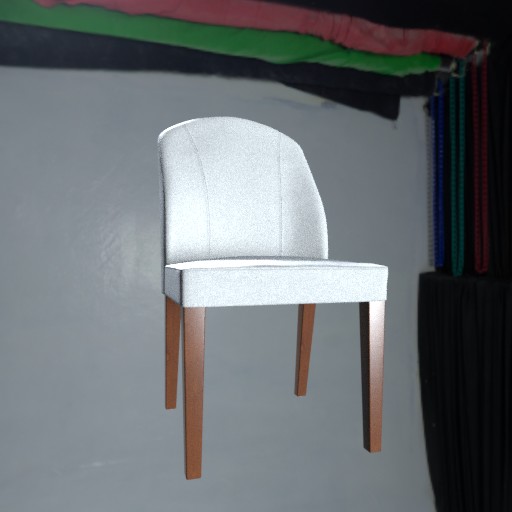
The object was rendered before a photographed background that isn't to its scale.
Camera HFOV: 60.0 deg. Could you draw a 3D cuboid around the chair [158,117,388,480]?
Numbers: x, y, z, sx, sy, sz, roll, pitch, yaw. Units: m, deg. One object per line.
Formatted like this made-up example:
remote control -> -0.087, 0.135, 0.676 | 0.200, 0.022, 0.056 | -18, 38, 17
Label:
chair -> 0.000, 0.000, 1.172 | 0.472, 0.893, 0.540 | 0, 0, -17
